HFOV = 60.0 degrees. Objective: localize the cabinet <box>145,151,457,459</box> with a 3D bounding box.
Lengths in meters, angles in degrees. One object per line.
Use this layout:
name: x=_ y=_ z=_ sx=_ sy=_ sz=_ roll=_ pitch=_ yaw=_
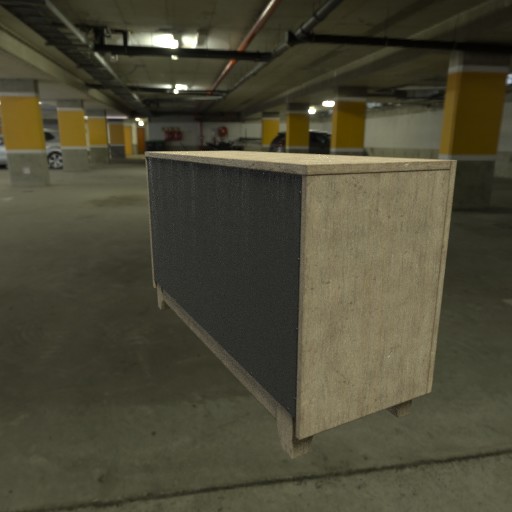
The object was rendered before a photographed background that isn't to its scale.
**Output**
cabinet: x=0.000 y=0.000 z=1.851 sx=0.511 sy=0.825 sz=1.460 roll=-8 pitch=16 yaw=-27
